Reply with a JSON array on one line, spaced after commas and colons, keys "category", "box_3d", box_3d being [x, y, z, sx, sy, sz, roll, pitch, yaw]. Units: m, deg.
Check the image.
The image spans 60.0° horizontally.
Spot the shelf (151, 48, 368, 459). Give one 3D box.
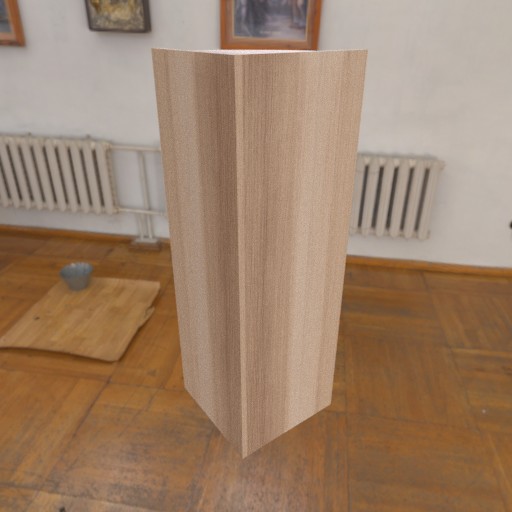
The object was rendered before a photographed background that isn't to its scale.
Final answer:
[{"category": "shelf", "box_3d": [0.000, 0.000, 1.028, 0.290, 0.872, 0.290, -19, 33, -32]}]
